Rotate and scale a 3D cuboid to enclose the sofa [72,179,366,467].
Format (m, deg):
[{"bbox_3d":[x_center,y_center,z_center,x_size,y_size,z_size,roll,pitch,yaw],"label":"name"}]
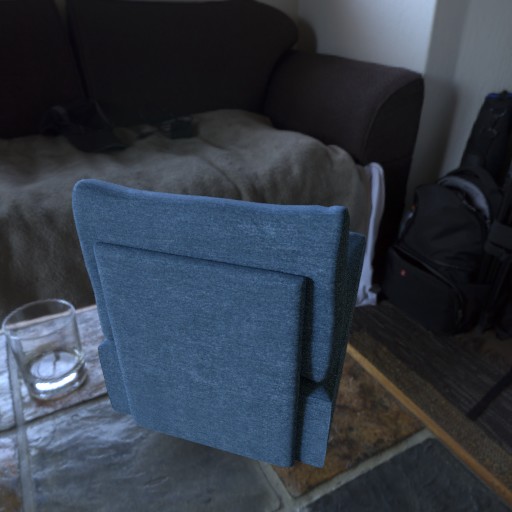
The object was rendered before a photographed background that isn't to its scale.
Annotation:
[{"bbox_3d":[0.000,0.000,1.542,0.700,0.820,1.000,9,32,15],"label":"sofa"}]
